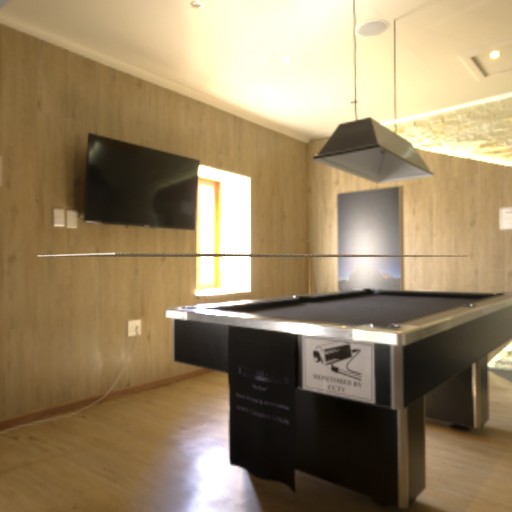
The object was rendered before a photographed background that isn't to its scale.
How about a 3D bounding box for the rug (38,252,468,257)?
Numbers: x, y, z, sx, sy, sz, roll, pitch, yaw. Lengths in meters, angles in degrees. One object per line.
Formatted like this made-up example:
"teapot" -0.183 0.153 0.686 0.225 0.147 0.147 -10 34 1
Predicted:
"rug" 0.000 0.000 2.827 2.286 0.006 1.524 0 0 -35
